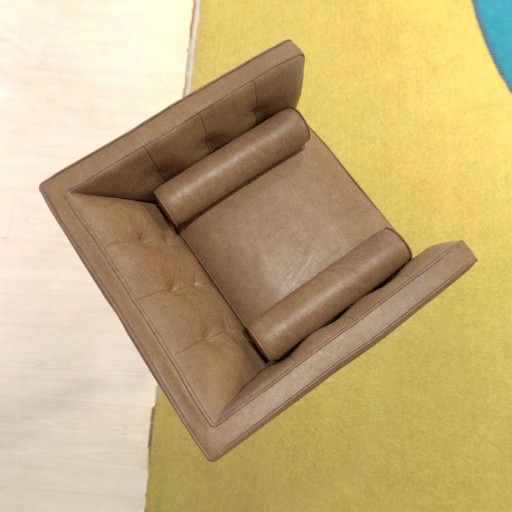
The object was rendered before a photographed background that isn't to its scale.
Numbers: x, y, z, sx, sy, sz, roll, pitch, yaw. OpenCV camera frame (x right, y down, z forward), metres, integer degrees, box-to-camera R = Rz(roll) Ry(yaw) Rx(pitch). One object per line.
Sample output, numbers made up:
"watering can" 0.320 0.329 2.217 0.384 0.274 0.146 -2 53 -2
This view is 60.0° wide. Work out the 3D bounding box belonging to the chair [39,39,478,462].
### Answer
"chair" 0.000 0.000 1.600 0.912 0.797 0.920 -34 78 -8
